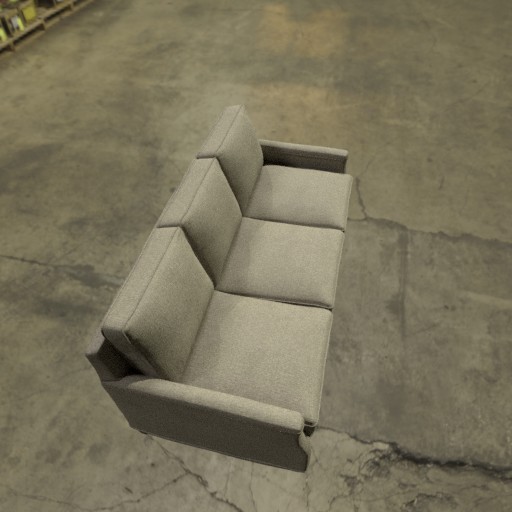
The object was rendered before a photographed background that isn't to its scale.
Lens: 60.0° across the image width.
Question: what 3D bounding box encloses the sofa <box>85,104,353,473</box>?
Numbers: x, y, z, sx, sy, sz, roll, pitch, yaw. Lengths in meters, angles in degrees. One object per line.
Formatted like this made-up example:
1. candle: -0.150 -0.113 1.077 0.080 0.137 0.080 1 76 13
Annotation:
1. sofa: 0.000 0.000 2.846 1.084 1.003 2.246 10 48 9
